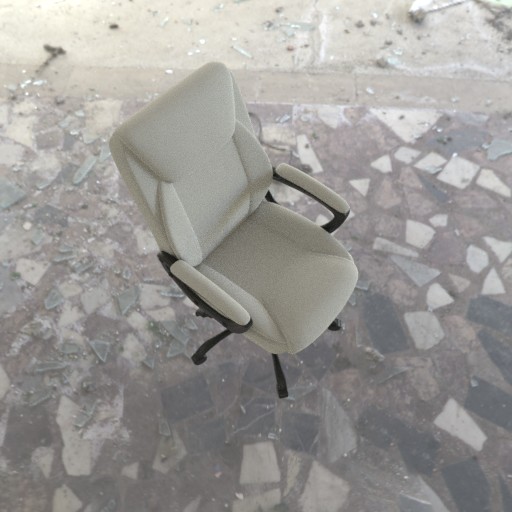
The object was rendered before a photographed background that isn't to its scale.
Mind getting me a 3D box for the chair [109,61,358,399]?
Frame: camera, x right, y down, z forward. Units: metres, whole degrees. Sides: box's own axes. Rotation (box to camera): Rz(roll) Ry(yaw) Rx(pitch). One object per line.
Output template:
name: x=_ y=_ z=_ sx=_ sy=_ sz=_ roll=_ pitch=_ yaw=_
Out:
chair: x=0.000 y=0.000 z=1.521 sx=0.669 sy=1.065 sz=0.663 roll=35 pitch=65 yaw=19
